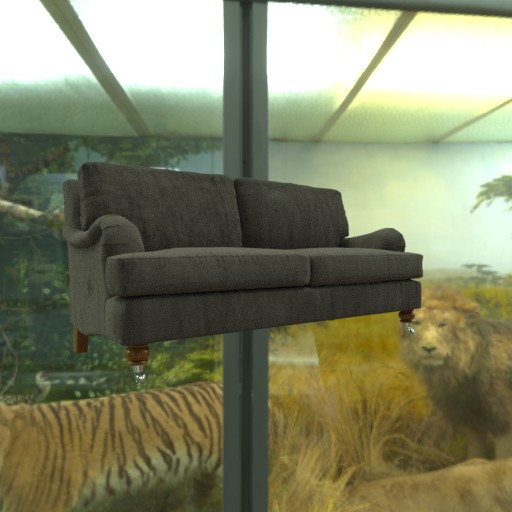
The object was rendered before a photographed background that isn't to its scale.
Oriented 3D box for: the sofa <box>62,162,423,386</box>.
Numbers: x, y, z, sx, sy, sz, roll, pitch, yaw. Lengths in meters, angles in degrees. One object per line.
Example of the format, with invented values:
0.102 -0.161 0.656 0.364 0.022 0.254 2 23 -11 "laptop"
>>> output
0.000 0.000 2.833 2.165 1.087 1.086 0 1 -36 "sofa"
